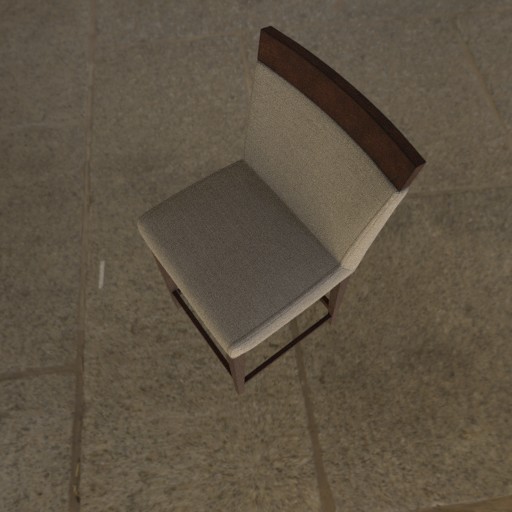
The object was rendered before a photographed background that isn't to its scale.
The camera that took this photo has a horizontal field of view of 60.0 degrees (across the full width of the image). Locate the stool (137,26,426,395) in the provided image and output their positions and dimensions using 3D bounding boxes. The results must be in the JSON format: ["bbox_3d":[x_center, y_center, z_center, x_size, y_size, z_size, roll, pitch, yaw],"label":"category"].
[{"bbox_3d":[0.000,0.000,1.405,0.531,1.117,0.511,-34,69,-15],"label":"stool"}]
